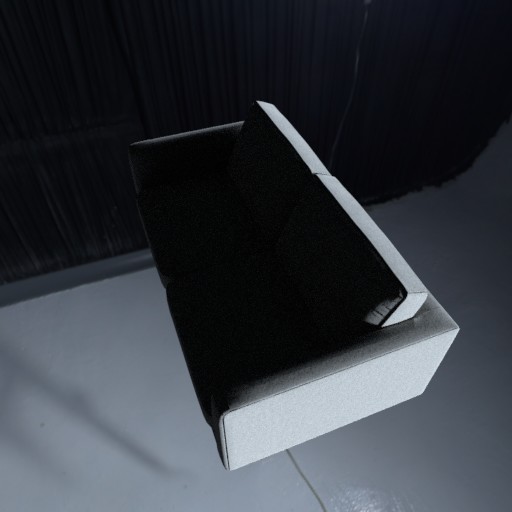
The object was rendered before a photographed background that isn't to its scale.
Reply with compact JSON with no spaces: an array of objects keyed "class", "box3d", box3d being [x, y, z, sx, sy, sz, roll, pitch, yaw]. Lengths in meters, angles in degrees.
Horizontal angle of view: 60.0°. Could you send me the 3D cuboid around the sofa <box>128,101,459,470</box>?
[{"class":"sofa","box3d":[0.000,0.000,2.299,1.000,0.900,1.731,-16,48,-14]}]
